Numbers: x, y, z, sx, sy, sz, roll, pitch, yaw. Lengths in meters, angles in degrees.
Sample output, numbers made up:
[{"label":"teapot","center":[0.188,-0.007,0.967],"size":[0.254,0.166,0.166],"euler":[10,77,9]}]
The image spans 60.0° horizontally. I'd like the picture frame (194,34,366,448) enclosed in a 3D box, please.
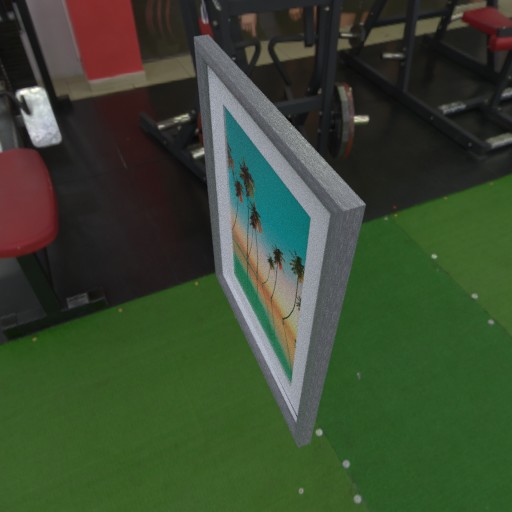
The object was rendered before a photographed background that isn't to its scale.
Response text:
[{"label":"picture frame","center":[0.000,0.000,0.750],"size":[0.029,0.559,0.454],"euler":[-17,48,-16]}]
